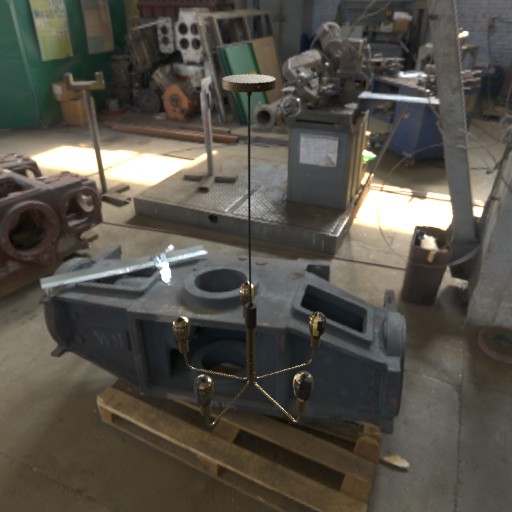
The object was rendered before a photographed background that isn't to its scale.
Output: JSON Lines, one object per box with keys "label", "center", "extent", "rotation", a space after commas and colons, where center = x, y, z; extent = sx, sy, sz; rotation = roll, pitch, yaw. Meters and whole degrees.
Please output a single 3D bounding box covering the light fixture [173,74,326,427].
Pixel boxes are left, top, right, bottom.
{"label": "light fixture", "center": [0.000, 0.000, 1.398], "extent": [0.532, 1.059, 0.588], "rotation": [-11, 32, -18]}
